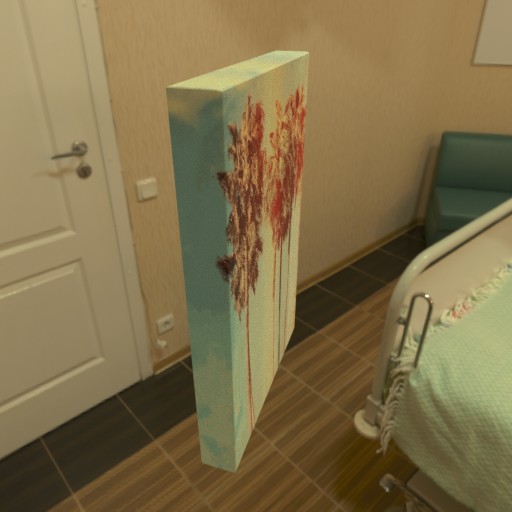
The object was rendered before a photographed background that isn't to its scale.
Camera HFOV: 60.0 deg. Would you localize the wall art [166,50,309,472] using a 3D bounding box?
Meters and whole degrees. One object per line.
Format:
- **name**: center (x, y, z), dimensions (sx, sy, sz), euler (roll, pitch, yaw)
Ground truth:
- **wall art**: center (0.000, 0.000, 0.475), dimensions (0.039, 0.380, 0.251), euler (9, 31, 16)
